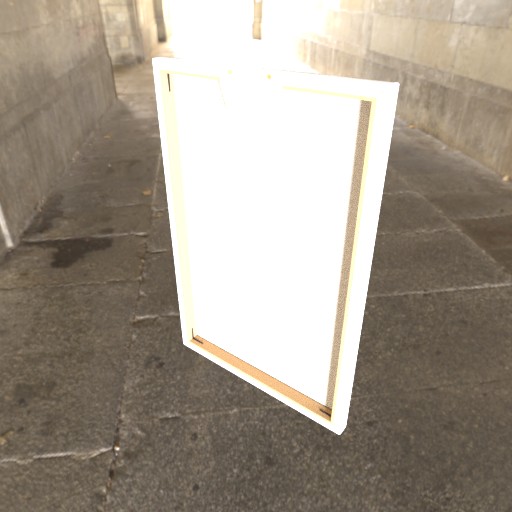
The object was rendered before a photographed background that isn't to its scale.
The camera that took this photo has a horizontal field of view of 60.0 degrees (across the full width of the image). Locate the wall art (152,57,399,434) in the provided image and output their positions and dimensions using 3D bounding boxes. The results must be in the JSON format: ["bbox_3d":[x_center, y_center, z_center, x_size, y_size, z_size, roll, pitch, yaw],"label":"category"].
[{"bbox_3d":[0.000,0.000,1.146,0.602,0.902,0.048,21,37,32],"label":"wall art"}]
